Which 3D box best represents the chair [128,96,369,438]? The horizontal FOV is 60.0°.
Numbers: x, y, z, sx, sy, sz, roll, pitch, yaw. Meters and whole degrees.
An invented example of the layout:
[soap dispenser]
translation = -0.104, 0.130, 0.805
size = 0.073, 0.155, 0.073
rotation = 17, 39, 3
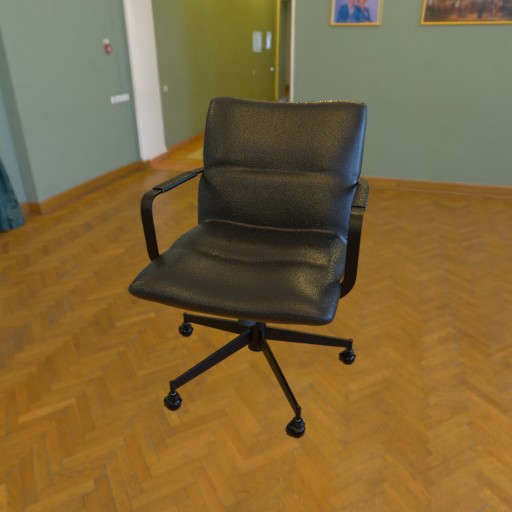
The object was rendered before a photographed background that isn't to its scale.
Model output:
[chair]
translation = 0.000, 0.000, 1.470
size = 0.719, 0.922, 0.748
rotation = 7, 27, 14
